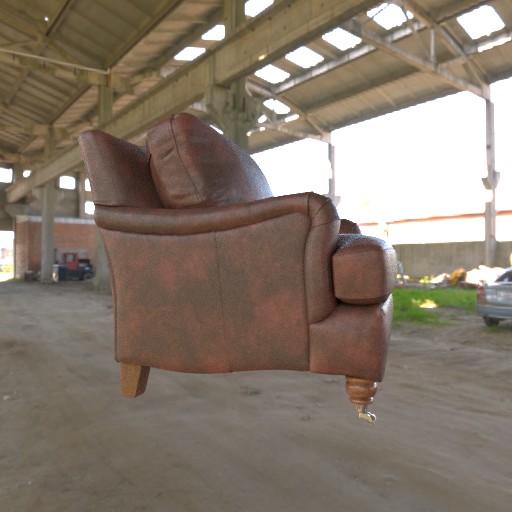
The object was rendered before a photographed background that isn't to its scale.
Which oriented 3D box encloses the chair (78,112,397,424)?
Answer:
[{"bbox_3d":[0.000,0.000,1.907,1.156,1.051,0.987,0,-1,18],"label":"chair"}]
